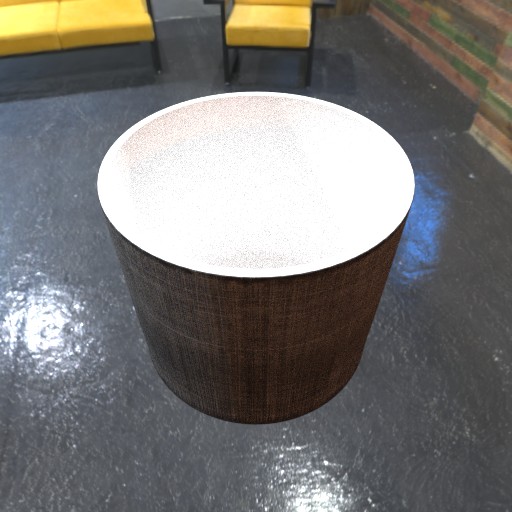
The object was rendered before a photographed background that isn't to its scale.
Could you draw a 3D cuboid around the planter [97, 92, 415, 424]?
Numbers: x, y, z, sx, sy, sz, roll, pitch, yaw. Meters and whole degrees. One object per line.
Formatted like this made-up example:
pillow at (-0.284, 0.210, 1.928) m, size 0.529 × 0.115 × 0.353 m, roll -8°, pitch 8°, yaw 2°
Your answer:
planter at (0.000, 0.000, 0.443) m, size 0.254 × 0.221 × 0.254 m, roll 0°, pitch 46°, yaw 0°
